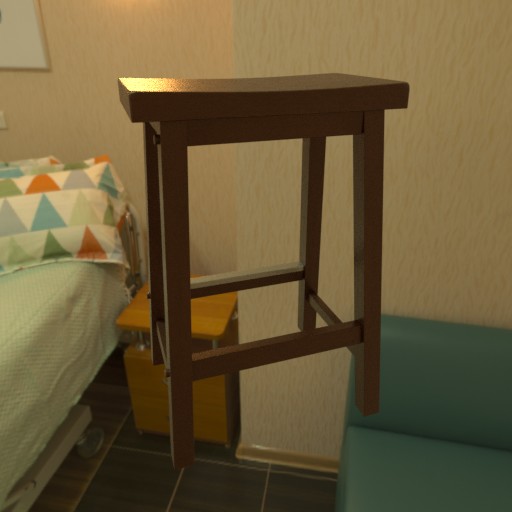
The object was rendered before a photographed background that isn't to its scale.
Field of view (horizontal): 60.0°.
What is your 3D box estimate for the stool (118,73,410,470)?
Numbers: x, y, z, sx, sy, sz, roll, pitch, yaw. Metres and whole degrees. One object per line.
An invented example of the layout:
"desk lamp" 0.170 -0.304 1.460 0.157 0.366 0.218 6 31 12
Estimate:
"stool" 0.000 0.000 0.823 0.406 0.610 0.322 -9 27 -17
